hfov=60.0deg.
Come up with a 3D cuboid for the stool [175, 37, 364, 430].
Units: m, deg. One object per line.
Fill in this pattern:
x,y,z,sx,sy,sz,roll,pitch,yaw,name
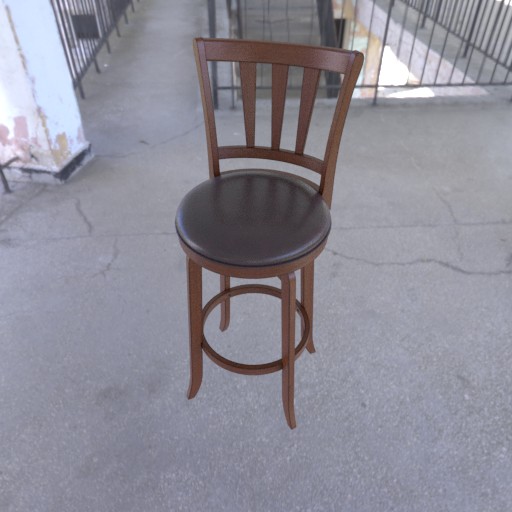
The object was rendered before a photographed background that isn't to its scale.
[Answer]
0.000,0.000,1.409,0.464,1.177,0.503,11,41,13,stool
